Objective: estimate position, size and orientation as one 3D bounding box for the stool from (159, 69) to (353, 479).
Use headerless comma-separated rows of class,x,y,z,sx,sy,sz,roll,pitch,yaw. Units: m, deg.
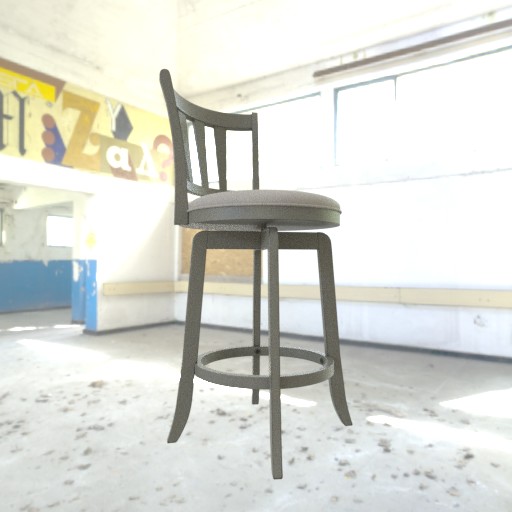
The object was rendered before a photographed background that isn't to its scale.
stool,0.000,0.000,1.265,0.486,0.994,0.450,0,-1,35
